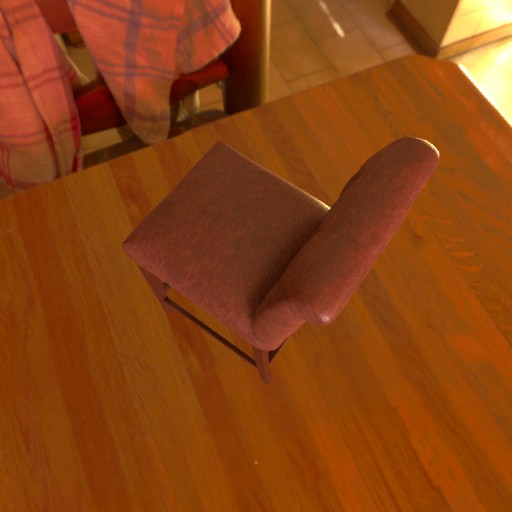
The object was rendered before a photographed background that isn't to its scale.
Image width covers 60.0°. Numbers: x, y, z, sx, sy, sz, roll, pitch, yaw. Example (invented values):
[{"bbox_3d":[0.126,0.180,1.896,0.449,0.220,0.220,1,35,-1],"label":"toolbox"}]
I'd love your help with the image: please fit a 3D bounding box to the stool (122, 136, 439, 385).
[{"bbox_3d":[0.000,0.000,1.404,0.660,1.084,0.486,33,69,14],"label":"stool"}]
